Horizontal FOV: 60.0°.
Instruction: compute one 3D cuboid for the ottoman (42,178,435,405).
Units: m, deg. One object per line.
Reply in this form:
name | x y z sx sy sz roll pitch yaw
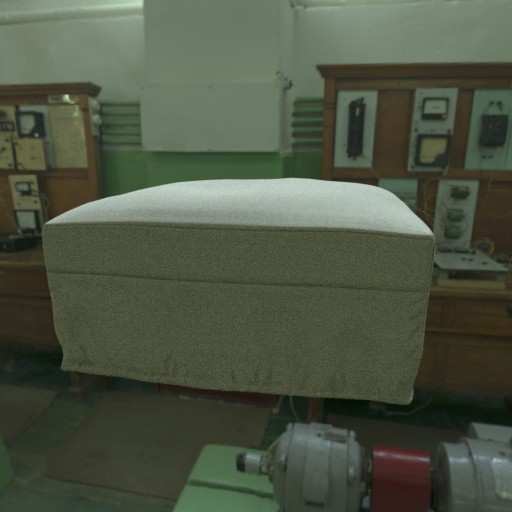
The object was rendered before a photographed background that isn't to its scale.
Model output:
ottoman | 0.000 0.000 1.319 0.843 0.436 0.840 2 14 10
